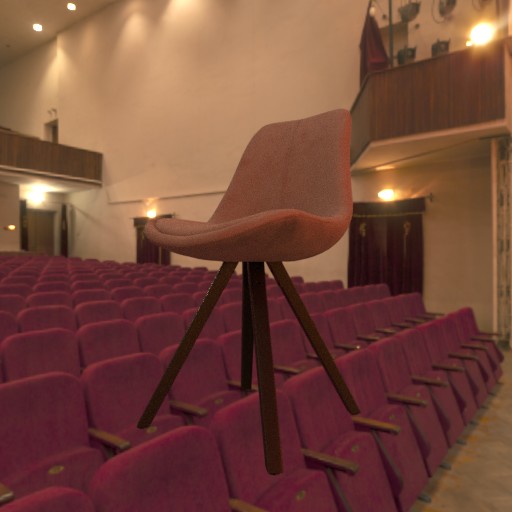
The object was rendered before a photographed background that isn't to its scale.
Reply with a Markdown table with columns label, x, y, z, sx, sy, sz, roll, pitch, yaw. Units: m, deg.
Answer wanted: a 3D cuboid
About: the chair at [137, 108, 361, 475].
| label | x | y | z | sx | sy | sz | roll | pitch | yaw |
| --- | --- | --- | --- | --- | --- | --- | --- | --- | --- |
| chair | 0.000 | 0.000 | 1.172 | 0.483 | 0.865 | 0.547 | 0 | 0 | 36 |
